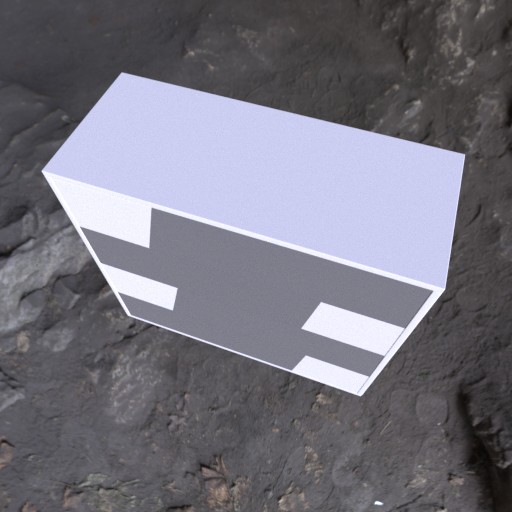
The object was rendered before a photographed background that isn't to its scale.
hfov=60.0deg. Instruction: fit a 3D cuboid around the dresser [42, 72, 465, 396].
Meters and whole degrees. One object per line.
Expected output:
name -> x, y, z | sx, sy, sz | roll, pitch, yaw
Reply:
dresser -> 0.000, 0.000, 1.669 | 1.100, 1.000, 0.460 | 17, 60, 10
